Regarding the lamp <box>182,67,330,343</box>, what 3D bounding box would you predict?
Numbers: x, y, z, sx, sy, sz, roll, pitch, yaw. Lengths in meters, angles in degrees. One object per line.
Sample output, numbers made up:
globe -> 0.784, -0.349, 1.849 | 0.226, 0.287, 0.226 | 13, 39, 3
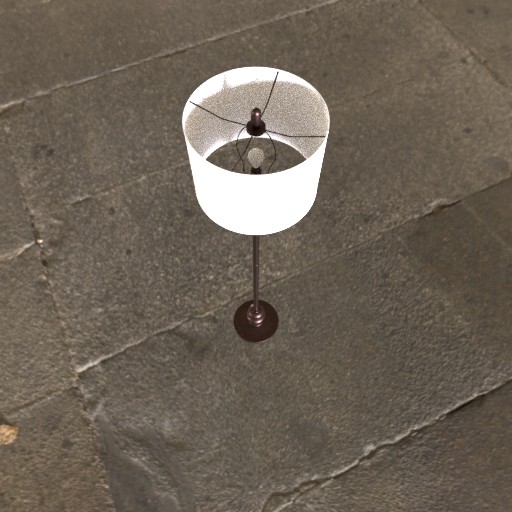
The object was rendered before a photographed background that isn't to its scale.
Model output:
lamp -> 0.000, 0.000, 1.707 | 0.356, 1.487, 0.356 | 17, 63, 9
